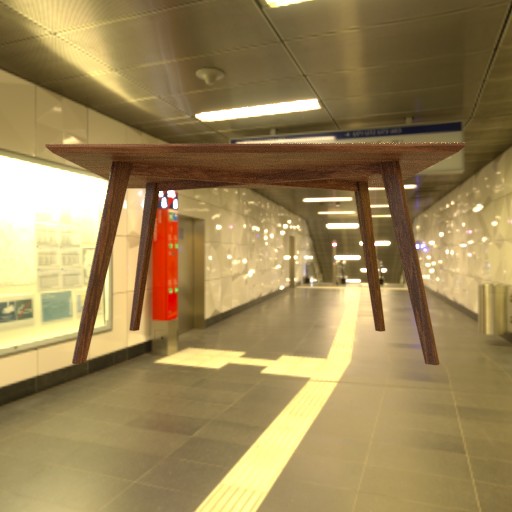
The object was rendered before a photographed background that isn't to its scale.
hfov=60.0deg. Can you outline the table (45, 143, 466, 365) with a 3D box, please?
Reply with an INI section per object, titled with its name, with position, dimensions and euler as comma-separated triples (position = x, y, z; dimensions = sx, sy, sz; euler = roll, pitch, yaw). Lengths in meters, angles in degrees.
[table]
position = 0.000, 0.000, 1.822
dimensions = 1.349, 0.724, 0.801
euler = 0, 0, 1
